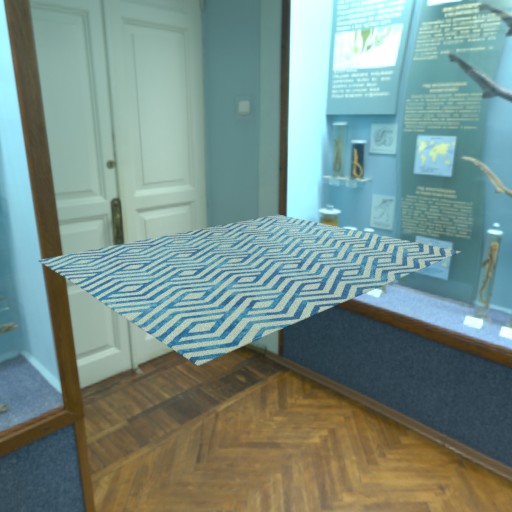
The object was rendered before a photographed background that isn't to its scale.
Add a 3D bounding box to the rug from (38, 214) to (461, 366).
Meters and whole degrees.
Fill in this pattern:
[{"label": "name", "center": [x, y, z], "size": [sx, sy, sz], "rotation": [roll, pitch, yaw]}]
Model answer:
[{"label": "rug", "center": [0.000, 0.000, 4.099], "size": [3.059, 0.008, 2.453], "rotation": [-15, 22, -41]}]
